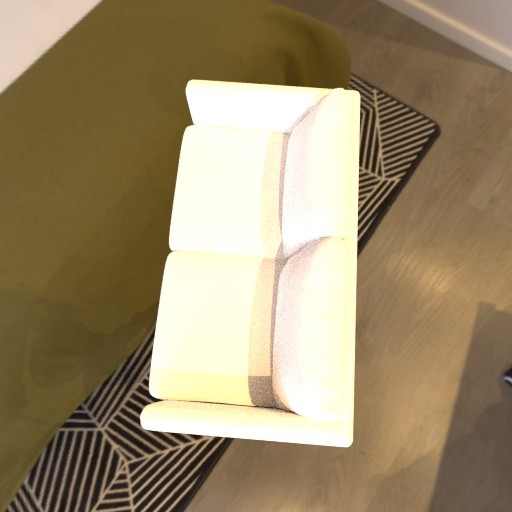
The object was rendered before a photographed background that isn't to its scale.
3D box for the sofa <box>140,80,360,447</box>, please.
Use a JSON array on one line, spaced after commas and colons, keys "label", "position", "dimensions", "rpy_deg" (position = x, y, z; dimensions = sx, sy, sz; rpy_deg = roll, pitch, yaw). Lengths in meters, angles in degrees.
[{"label": "sofa", "position": [0.000, 0.000, 2.300], "dimensions": [0.940, 0.893, 1.713], "rpy_deg": [4, 74, 1]}]
